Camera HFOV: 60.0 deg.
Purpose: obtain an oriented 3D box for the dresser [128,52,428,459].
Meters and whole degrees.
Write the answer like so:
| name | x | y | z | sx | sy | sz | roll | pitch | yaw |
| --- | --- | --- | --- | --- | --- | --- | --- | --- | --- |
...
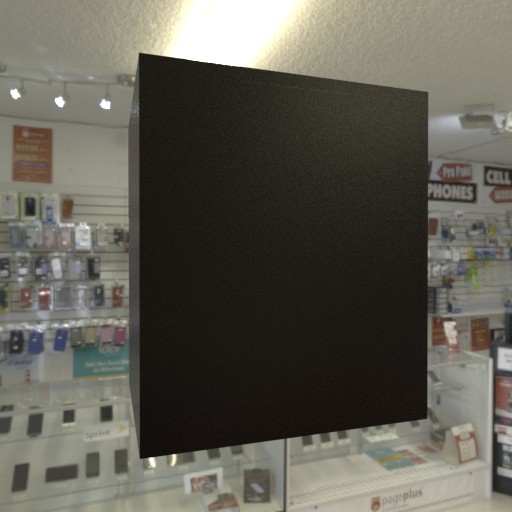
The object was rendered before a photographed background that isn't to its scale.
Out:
| name | x | y | z | sx | sy | sz | roll | pitch | yaw |
| --- | --- | --- | --- | --- | --- | --- | --- | --- | --- |
| dresser | 0.000 | 0.000 | 0.743 | 0.400 | 0.470 | 0.360 | 0 | 0 | -18 |
